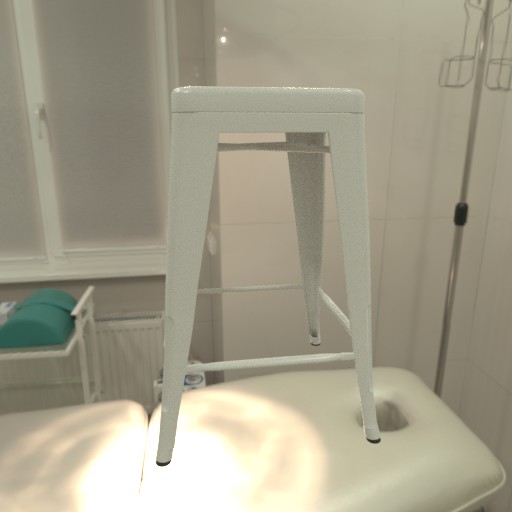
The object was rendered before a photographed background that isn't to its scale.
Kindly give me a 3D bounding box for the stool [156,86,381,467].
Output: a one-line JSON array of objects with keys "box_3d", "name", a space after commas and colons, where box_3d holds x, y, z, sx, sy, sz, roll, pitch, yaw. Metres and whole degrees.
[{"box_3d": [0.000, 0.000, 0.885, 0.406, 0.610, 0.406, -2, 16, -8], "name": "stool"}]
